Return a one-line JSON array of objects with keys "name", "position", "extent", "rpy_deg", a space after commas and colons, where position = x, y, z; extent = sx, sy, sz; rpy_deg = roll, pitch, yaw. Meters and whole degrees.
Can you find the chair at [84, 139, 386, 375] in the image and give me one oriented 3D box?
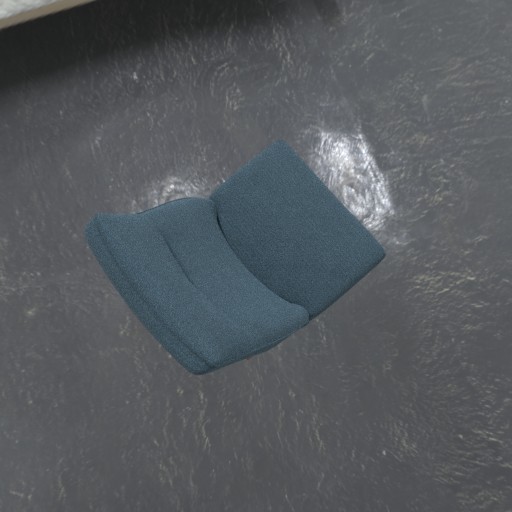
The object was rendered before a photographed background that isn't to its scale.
[{"name": "chair", "position": [0.000, 0.000, 1.298], "extent": [0.620, 0.930, 0.500], "rpy_deg": [-39, 80, -8]}]
